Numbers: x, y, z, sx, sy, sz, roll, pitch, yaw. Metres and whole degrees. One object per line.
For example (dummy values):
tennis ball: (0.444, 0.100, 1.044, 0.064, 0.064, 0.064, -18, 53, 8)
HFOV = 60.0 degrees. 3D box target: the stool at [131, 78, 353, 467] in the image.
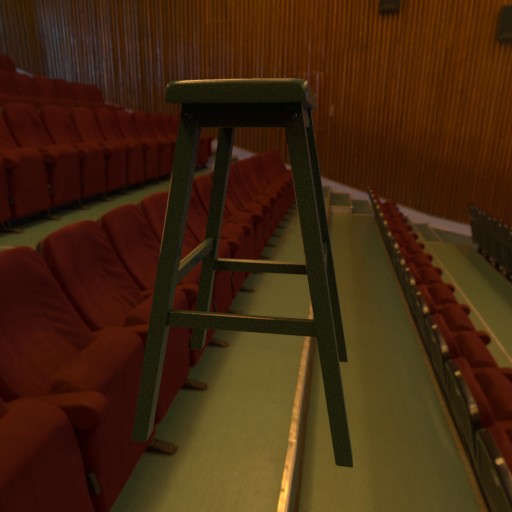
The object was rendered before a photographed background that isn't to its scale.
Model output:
stool: (0.000, 0.000, 1.046, 0.476, 0.737, 0.457, 3, 16, 9)
